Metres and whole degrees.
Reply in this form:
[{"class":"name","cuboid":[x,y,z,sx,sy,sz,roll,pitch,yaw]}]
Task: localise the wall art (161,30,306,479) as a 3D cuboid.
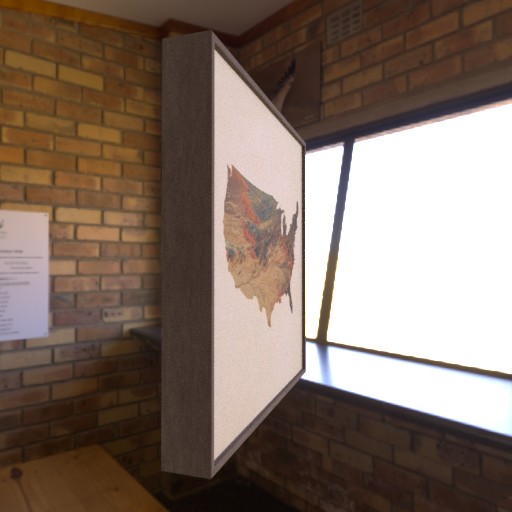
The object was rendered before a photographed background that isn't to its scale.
[{"class":"wall art","cuboid":[0.000,0.000,0.447,0.038,0.302,0.303,0,-1,18]}]
